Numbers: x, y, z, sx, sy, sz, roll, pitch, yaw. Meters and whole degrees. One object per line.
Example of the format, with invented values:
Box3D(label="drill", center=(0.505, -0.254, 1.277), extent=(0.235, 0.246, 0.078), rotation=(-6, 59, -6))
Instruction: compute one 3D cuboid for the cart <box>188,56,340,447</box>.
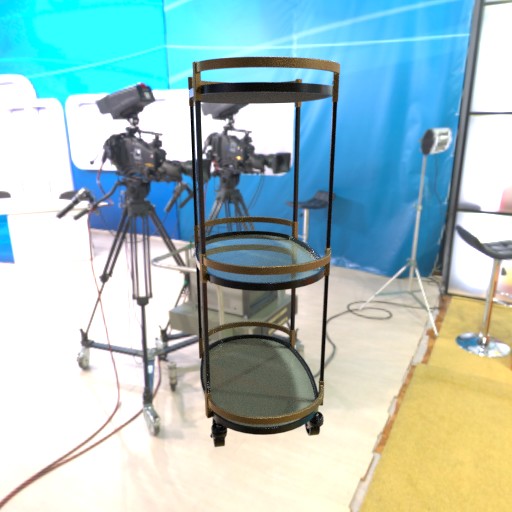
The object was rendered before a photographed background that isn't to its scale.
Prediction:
Box3D(label="cart", center=(0.000, 0.000, 1.147), extent=(0.311, 0.885, 0.515), rotation=(-3, 17, -10))
